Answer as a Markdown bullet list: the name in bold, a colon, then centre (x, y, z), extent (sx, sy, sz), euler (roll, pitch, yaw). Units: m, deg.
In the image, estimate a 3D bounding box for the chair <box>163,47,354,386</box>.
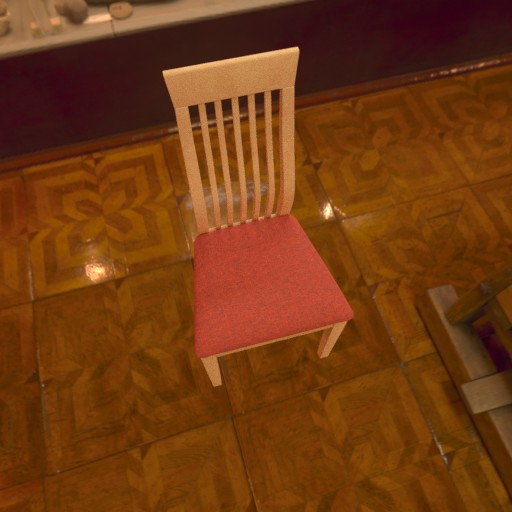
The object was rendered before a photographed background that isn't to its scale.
- **chair**: centre (0.000, 0.000, 1.285), extent (0.460, 1.027, 0.474), euler (-13, 64, -7)
